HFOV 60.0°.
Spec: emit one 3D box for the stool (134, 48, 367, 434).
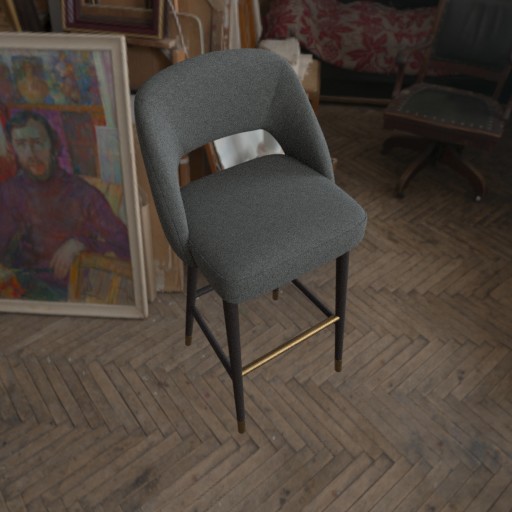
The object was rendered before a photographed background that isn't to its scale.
[{"bbox_3d":[0.000,0.000,1.399,0.536,1.089,0.524,-25,51,-22],"label":"stool"}]
